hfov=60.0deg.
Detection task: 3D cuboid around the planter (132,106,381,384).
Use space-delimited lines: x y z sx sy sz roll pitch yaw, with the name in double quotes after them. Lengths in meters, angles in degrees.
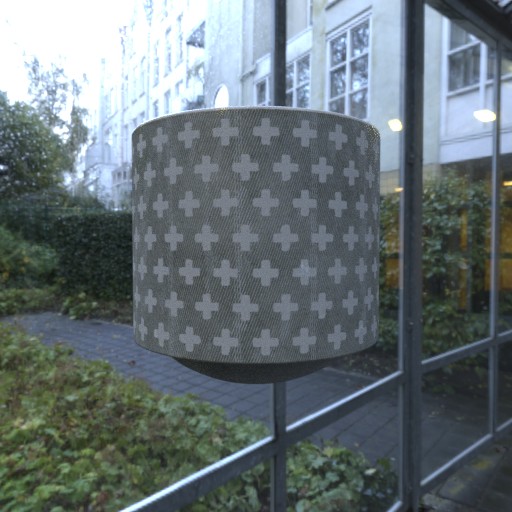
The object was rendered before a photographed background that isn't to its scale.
0.000 0.000 0.467 0.250 0.239 0.250 0 2 0 "planter"
